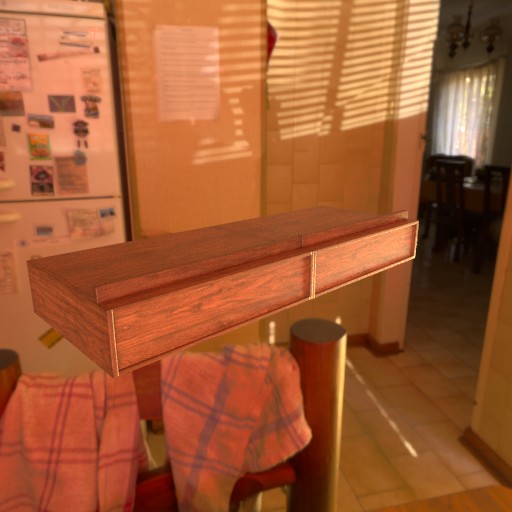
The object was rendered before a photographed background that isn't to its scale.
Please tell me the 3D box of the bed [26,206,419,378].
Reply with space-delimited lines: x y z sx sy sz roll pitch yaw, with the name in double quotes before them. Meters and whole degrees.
"bed" 0.000 0.000 2.385 2.057 0.326 0.787 -15 22 -42
